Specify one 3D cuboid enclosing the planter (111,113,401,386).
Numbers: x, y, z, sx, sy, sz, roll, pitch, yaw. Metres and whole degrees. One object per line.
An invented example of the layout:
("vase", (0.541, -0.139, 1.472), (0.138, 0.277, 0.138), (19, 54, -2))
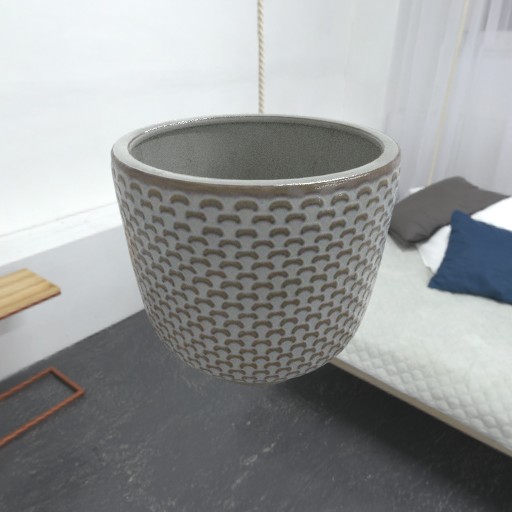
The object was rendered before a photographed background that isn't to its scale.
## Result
("planter", (0.000, 0.000, 0.247), (0.139, 0.130, 0.139), (0, 28, 0))
